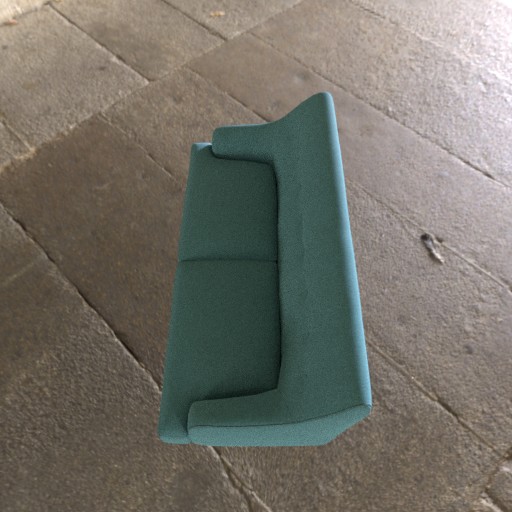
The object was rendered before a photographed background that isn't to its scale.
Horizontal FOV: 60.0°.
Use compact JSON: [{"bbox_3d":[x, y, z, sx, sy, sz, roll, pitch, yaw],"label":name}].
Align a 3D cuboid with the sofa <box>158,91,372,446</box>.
[{"bbox_3d":[0.000,0.000,2.659,0.978,0.871,2.057,0,58,0],"label":"sofa"}]
